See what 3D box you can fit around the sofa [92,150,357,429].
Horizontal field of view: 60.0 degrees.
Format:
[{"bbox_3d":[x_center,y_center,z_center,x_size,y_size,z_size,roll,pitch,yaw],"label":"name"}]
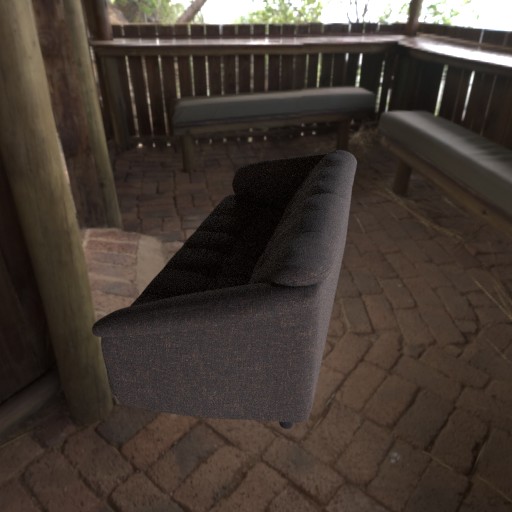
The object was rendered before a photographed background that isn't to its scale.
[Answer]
[{"bbox_3d":[0.000,0.000,2.330,0.887,0.790,1.849,8,31,13],"label":"sofa"}]
